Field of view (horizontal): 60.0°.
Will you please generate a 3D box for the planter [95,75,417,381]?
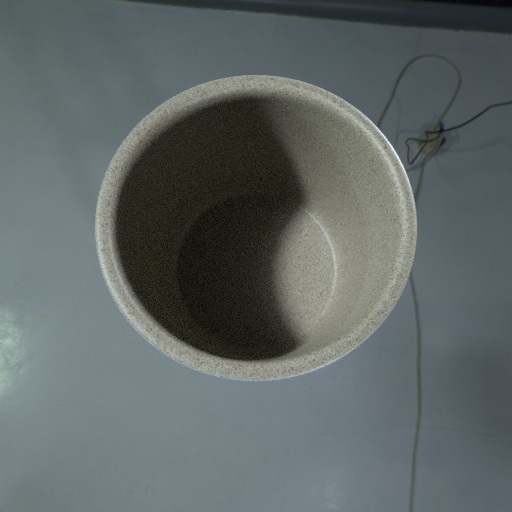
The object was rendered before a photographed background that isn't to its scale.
[{"bbox_3d":[0.000,0.000,0.358,0.191,0.200,0.191,0,75,0],"label":"planter"}]
